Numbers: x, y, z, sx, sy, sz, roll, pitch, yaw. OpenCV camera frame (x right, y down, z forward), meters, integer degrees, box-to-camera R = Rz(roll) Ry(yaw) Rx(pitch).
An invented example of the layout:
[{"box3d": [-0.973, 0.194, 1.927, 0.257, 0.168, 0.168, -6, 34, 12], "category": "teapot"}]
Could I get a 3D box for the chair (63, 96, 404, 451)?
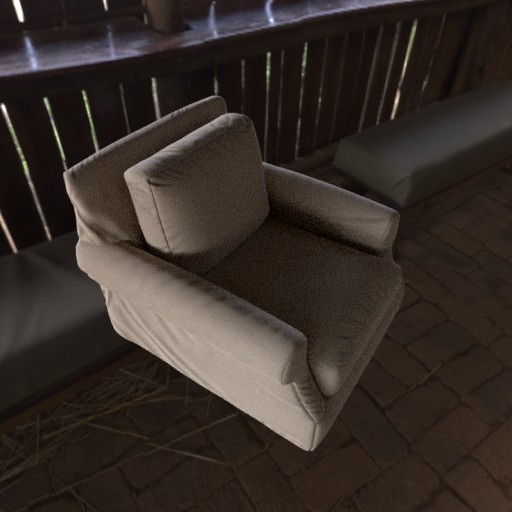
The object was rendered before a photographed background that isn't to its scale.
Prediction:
[{"box3d": [0.000, 0.000, 1.761, 1.066, 0.866, 0.940, 24, 47, 25], "category": "chair"}]
